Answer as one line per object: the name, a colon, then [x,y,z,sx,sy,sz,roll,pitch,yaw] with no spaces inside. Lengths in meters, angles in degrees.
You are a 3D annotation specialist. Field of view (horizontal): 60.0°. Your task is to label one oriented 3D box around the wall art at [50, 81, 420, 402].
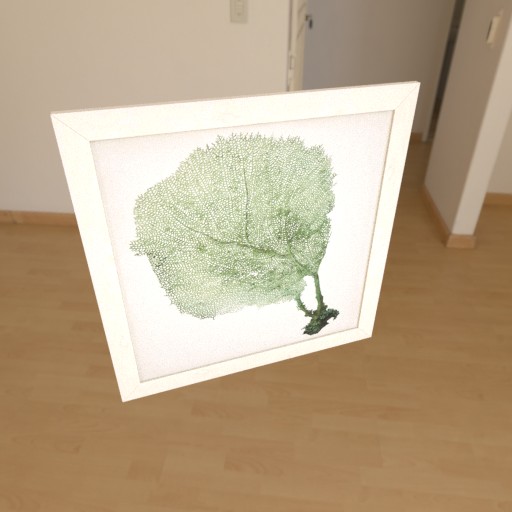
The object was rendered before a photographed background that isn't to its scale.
wall art: [0.000,0.000,0.837,0.584,0.584,0.013,-11,35,-16]
